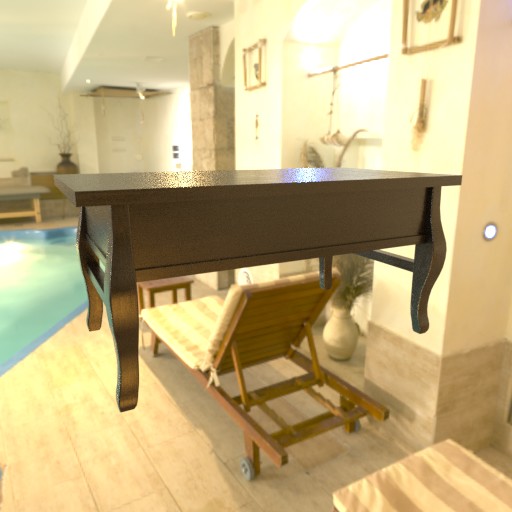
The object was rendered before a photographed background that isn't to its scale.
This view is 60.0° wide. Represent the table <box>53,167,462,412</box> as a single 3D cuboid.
[{"bbox_3d":[0.000,0.000,1.371,1.062,0.494,0.600,-7,15,-27],"label":"table"}]
